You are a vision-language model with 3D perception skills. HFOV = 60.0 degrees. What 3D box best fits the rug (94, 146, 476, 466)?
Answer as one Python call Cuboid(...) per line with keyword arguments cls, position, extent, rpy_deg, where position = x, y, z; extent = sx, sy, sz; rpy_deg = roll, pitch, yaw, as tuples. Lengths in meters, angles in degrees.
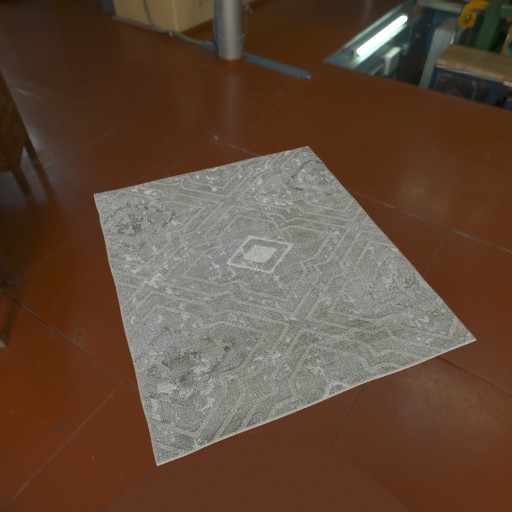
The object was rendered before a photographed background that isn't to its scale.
Cuboid(cls="rug", position=(0.000, 0.000, 0.881), extent=(0.548, 0.006, 0.639), rpy_deg=(-16, 48, -15))
